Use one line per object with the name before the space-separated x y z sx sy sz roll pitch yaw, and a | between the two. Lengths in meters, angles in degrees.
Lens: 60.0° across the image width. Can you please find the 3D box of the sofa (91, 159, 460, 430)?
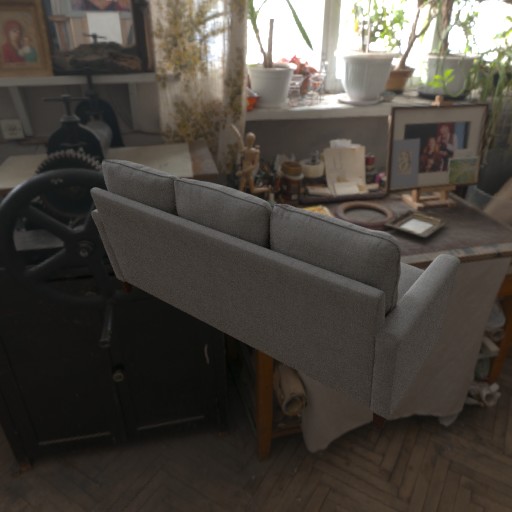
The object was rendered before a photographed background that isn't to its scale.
sofa | 0.000 0.000 2.461 1.925 0.959 0.828 21 35 32
